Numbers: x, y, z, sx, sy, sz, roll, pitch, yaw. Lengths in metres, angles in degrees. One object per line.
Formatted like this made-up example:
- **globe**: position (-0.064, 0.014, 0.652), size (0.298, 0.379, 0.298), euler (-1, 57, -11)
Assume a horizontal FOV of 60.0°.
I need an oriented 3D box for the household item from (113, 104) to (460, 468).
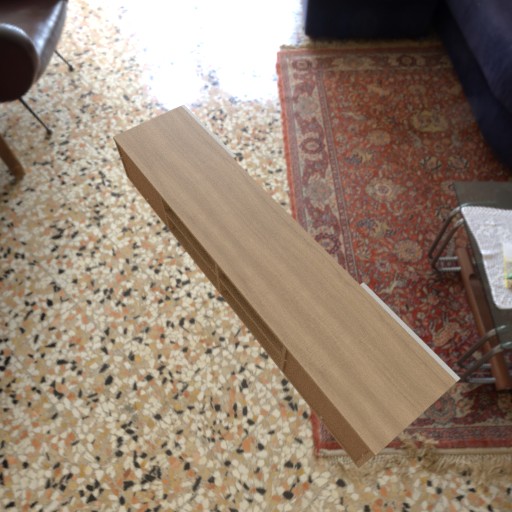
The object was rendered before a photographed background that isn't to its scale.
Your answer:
- **household item**: position (0.000, 0.000, 2.029), size (0.420, 0.310, 1.850), euler (-32, 63, -19)
